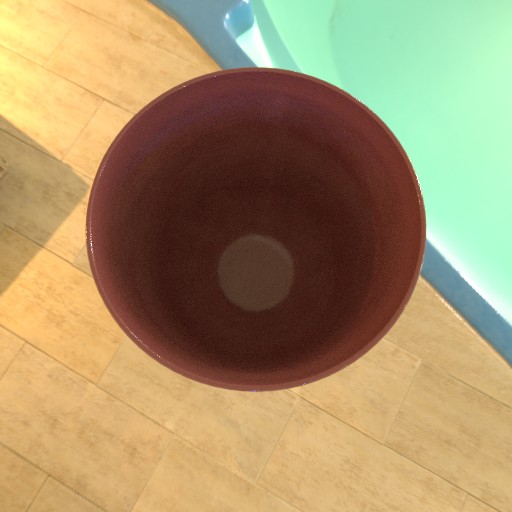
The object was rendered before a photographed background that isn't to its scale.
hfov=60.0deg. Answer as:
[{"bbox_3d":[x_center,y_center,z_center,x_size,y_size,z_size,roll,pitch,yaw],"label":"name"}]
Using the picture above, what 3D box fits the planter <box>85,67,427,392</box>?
[{"bbox_3d":[0.000,0.000,0.475,0.266,0.270,0.266,0,76,0],"label":"planter"}]
